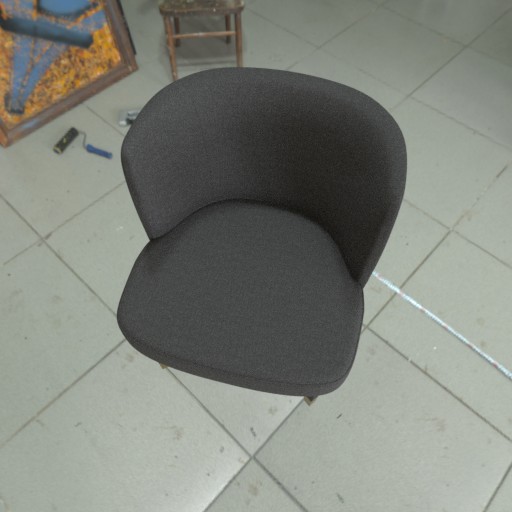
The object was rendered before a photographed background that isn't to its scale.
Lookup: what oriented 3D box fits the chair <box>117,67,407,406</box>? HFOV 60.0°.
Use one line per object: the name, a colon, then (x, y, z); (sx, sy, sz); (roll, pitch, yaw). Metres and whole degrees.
chair: (0.000, 0.000, 1.238); (0.639, 0.695, 0.698); (12, 59, 7)
